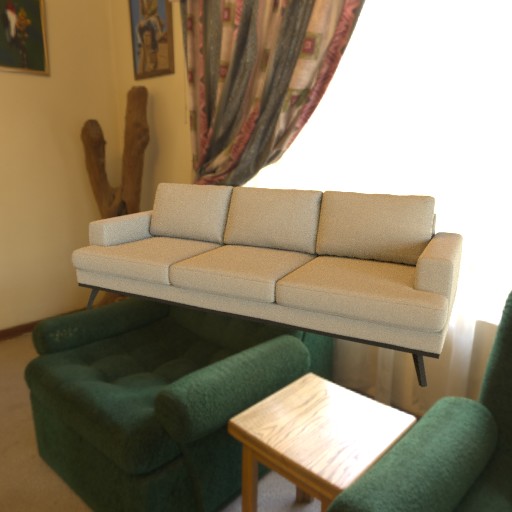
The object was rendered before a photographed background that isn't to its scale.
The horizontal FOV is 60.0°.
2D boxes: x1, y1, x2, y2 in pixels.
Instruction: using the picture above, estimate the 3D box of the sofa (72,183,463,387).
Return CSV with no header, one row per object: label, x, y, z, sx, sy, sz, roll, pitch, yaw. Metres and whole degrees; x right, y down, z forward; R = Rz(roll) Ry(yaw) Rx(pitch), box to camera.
sofa,0.000,0.000,2.795,2.310,0.810,0.920,7,16,27
